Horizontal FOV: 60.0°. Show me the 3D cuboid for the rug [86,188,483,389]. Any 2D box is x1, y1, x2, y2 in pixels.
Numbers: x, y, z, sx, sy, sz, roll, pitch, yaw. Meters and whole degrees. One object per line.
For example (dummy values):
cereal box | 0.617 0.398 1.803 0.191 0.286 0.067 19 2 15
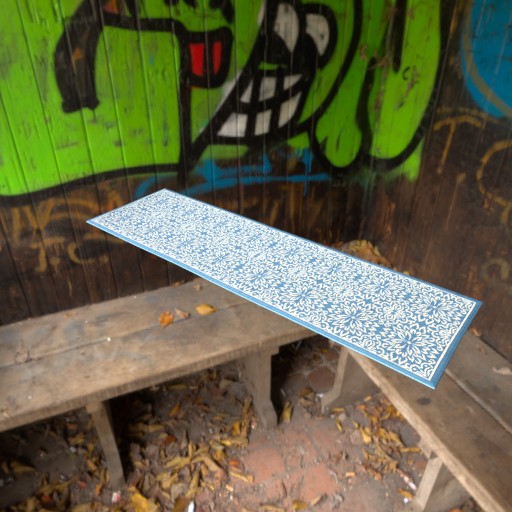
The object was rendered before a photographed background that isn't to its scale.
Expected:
rug | 0.000 0.000 2.436 2.196 0.011 0.662 22 38 31
